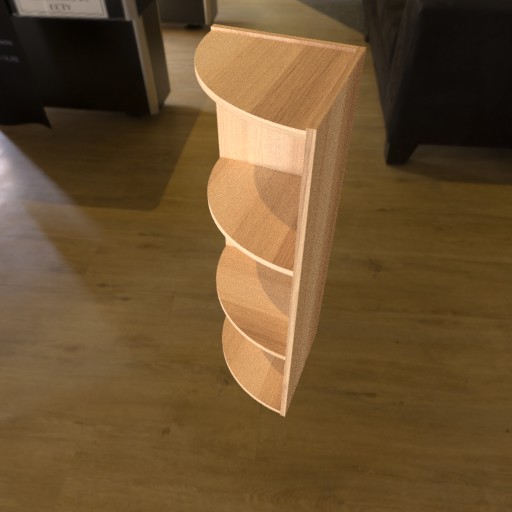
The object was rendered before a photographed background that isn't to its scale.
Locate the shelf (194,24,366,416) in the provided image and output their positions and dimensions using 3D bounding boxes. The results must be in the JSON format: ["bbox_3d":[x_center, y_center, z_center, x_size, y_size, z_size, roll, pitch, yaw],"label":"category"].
[{"bbox_3d":[0.000,0.000,1.021,0.290,0.872,0.290,17,49,15],"label":"shelf"}]
